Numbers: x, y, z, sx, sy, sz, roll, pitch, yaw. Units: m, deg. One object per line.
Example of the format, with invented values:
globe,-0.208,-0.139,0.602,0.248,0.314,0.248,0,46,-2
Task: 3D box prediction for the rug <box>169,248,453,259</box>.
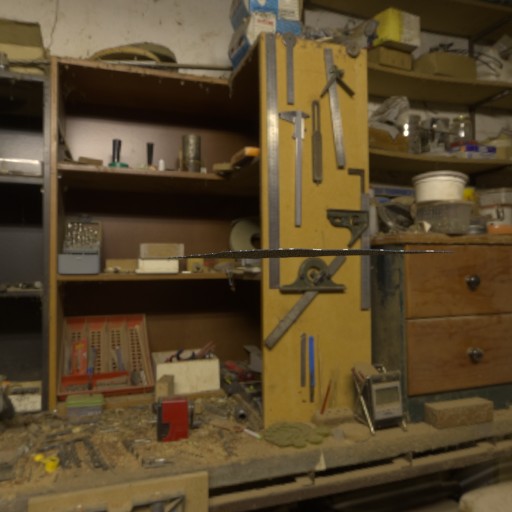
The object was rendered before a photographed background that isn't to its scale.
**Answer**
rug,0.000,0.000,2.740,0.807,0.010,2.476,0,-1,-18
